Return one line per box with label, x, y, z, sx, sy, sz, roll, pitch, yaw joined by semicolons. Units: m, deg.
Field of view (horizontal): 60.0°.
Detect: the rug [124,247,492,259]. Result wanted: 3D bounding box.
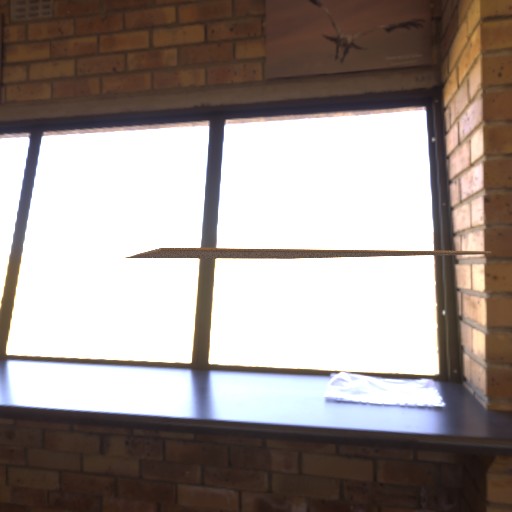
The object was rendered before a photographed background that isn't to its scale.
rug;0.000;0.000;2.871;1.526;0.014;2.290;0;-1;-20
